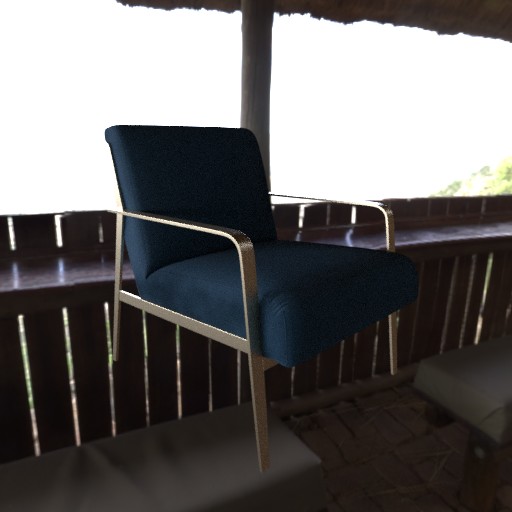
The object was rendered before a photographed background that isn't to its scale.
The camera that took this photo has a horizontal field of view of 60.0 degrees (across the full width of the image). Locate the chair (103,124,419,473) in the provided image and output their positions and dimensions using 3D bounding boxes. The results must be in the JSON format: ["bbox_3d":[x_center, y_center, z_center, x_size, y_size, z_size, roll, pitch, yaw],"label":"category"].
[{"bbox_3d":[0.000,0.000,1.448,0.859,0.831,0.692,14,20,43],"label":"chair"}]
